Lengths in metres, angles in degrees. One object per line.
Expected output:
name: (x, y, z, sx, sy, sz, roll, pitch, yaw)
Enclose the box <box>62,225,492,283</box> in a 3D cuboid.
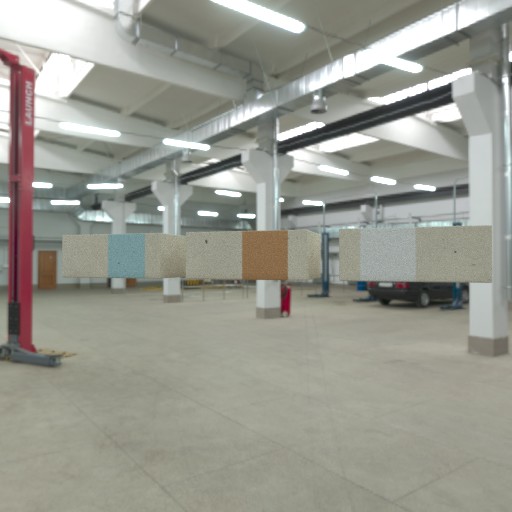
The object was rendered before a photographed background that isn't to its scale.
box: (0.000, 0.000, 0.497, 0.461, 0.051, 0.082, 0, -1, 18)
